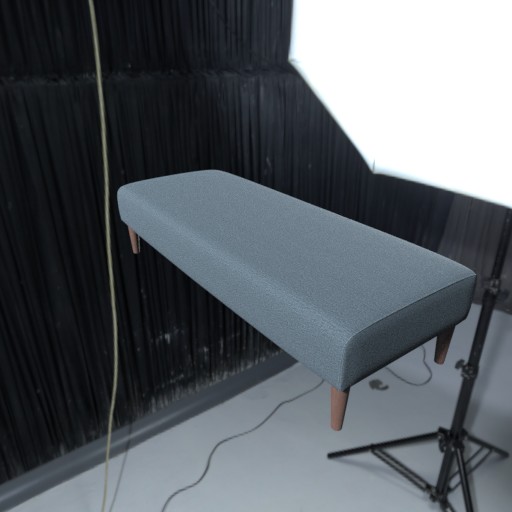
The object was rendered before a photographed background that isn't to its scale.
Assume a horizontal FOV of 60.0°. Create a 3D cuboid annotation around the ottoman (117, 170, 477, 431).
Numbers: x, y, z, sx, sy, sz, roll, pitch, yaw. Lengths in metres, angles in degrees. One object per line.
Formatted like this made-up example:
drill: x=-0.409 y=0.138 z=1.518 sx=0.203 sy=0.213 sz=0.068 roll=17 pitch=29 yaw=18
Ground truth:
ottoman: x=0.000 y=0.000 z=1.908 sx=0.646 sy=0.393 sz=1.609 roll=-17 pitch=30 yaw=-32
